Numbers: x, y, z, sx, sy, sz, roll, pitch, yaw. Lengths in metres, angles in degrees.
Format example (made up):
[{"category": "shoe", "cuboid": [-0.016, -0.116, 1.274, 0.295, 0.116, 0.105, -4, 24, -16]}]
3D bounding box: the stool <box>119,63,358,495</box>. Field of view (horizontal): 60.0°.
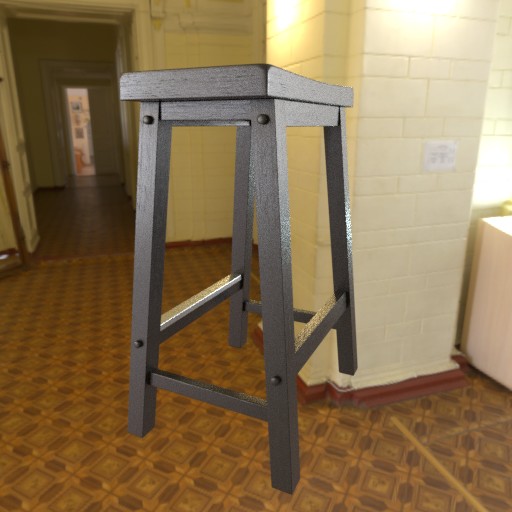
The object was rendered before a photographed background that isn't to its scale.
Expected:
[{"category": "stool", "cuboid": [0.000, 0.000, 0.827, 0.322, 0.610, 0.406, 8, 18, 25]}]
